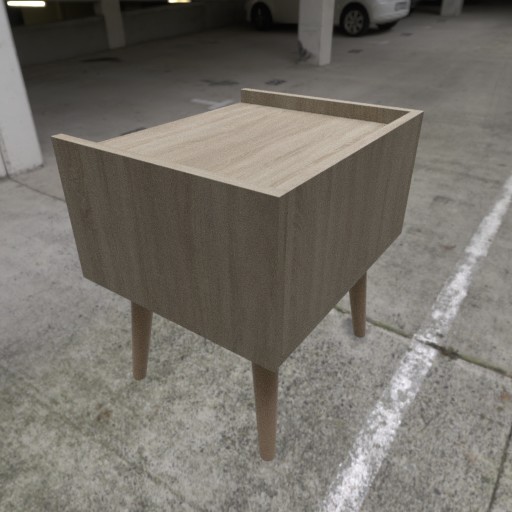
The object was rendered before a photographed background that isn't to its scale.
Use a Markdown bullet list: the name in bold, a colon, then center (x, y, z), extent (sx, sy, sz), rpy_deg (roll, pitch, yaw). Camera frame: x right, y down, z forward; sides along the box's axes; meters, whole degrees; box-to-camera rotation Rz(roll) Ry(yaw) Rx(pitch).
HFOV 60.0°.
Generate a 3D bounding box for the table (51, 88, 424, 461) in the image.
- **table**: center (0.000, 0.000, 0.791), extent (0.370, 0.470, 0.450), rpy_deg (20, 36, 30)
